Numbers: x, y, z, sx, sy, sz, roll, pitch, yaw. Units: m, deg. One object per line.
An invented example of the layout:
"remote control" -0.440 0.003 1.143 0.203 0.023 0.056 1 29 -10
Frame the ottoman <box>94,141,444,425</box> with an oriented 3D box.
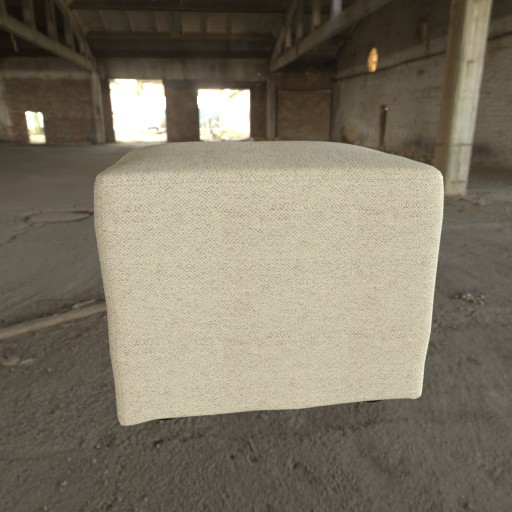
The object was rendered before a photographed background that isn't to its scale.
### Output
"ottoman" 0.000 0.000 0.910 0.521 0.453 0.512 -2 17 -7
